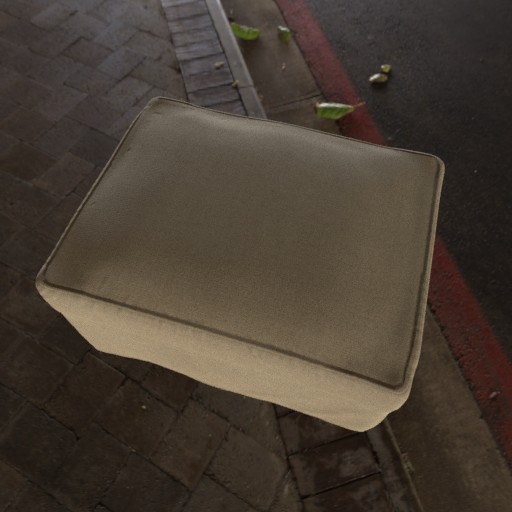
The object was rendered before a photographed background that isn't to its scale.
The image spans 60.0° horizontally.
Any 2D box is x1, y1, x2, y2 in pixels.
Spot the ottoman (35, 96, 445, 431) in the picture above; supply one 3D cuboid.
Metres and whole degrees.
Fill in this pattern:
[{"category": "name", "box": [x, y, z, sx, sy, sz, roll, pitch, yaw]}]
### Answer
[{"category": "ottoman", "box": [0.000, 0.000, 1.208, 0.833, 0.485, 0.650, 15, 61, 8]}]
